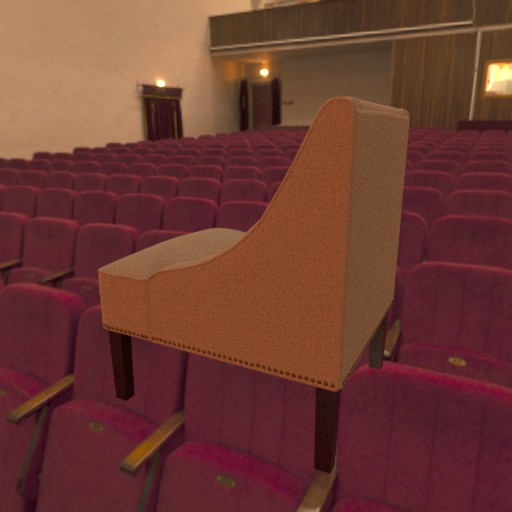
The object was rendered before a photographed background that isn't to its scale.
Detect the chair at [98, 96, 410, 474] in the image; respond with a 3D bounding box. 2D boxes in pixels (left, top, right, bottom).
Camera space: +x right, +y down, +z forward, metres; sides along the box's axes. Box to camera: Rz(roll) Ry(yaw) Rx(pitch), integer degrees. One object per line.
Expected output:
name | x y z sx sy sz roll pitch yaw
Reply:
chair | 0.000 0.000 1.367 0.748 0.872 0.628 8 18 26
